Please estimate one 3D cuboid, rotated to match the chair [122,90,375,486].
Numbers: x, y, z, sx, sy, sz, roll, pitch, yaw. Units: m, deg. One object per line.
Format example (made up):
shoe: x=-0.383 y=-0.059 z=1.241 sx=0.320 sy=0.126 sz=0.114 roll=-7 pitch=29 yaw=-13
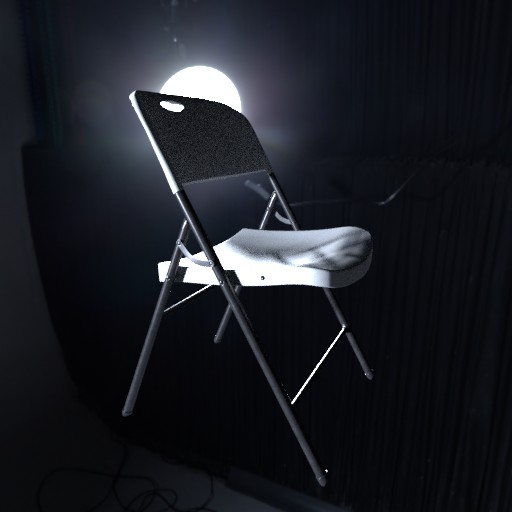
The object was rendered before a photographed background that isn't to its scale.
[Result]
chair: x=0.000 y=0.000 z=1.145 sx=0.566 sy=0.810 sz=0.494 roll=7 pitch=17 yaw=25
